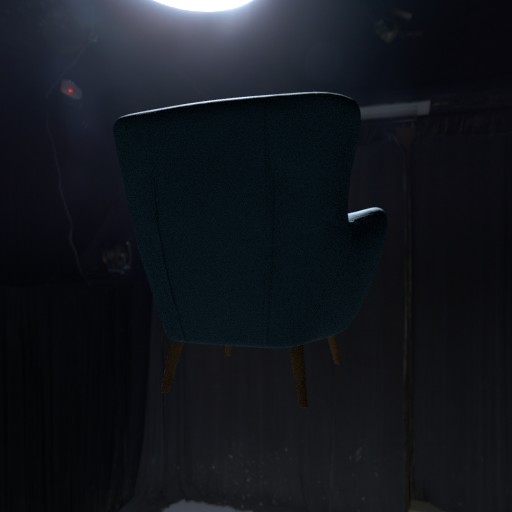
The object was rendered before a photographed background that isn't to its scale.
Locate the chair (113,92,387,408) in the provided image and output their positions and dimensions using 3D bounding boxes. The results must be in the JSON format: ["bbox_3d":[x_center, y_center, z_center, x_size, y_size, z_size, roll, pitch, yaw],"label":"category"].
[{"bbox_3d":[0.000,0.000,1.605,0.890,0.889,0.889,0,-1,19],"label":"chair"}]
